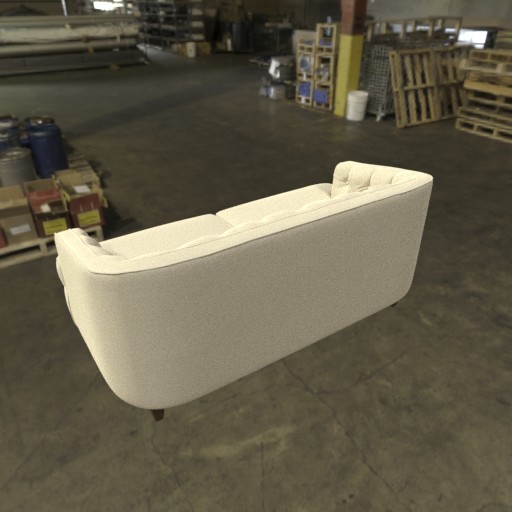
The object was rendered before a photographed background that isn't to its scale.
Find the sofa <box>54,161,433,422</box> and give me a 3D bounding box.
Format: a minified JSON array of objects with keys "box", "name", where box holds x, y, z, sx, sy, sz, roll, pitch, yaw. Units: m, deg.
[{"box":[0.000,0.000,2.250,1.733,0.855,0.941,-19,35,-28],"name":"sofa"}]
